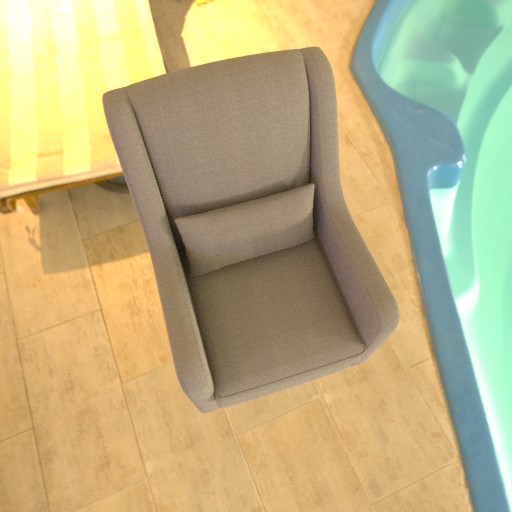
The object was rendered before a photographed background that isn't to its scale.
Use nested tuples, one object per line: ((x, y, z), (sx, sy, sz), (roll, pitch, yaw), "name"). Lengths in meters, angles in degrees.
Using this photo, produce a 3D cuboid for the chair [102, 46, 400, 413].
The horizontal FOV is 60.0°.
((0.000, 0.000, 1.614), (0.715, 1.017, 0.890), (-16, 65, -8), "chair")
